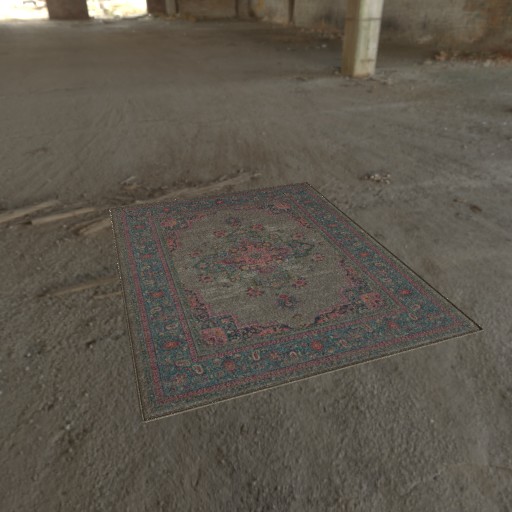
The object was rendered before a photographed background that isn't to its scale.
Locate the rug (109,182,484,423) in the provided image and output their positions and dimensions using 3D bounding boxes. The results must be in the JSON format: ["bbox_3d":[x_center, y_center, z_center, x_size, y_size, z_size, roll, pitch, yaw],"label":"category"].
[{"bbox_3d":[0.000,0.000,4.090,2.434,0.013,3.057,-10,32,-16],"label":"rug"}]
